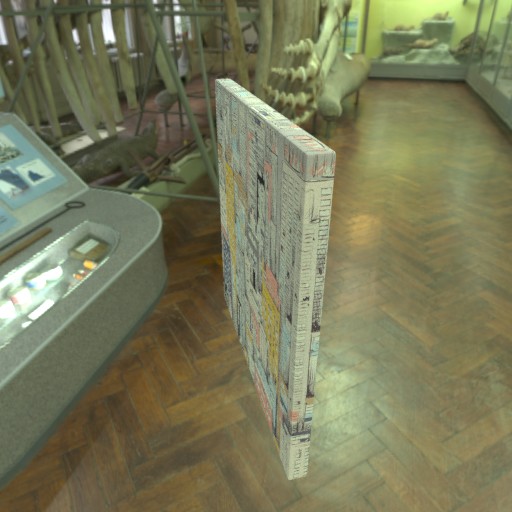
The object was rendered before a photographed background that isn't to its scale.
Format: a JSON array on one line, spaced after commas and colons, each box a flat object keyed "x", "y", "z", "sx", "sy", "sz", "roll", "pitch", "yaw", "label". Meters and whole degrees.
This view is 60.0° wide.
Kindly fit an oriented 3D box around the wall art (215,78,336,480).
[{"x": 0.000, "y": 0.000, "z": 1.151, "sx": 0.048, "sy": 0.762, "sz": 0.761, "roll": -7, "pitch": 30, "yaw": -13, "label": "wall art"}]
